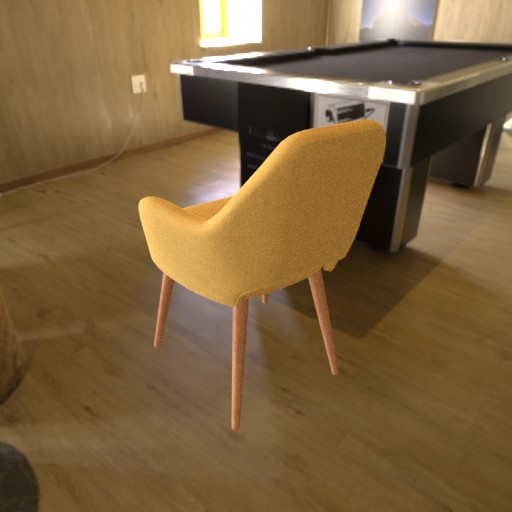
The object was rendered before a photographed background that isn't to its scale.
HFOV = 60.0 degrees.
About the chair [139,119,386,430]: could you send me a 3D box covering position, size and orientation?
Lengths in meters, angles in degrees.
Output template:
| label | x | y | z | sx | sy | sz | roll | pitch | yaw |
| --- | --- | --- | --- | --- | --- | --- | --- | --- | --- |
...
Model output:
| label | x | y | z | sx | sy | sz | roll | pitch | yaw |
| --- | --- | --- | --- | --- | --- | --- | --- | --- | --- |
| chair | 0.000 | 0.000 | 1.247 | 0.590 | 0.840 | 0.610 | -19 | 35 | -29 |
